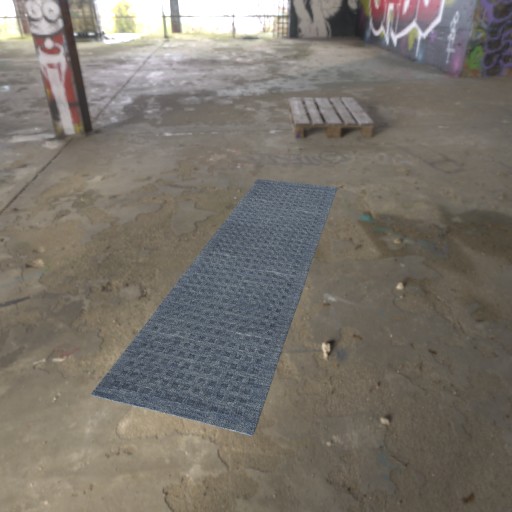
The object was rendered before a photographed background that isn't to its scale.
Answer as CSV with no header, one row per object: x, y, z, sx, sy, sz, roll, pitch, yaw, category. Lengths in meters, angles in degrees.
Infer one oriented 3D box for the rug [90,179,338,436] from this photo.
0.000,0.000,2.708,0.688,0.008,2.443,9,32,14,rug
